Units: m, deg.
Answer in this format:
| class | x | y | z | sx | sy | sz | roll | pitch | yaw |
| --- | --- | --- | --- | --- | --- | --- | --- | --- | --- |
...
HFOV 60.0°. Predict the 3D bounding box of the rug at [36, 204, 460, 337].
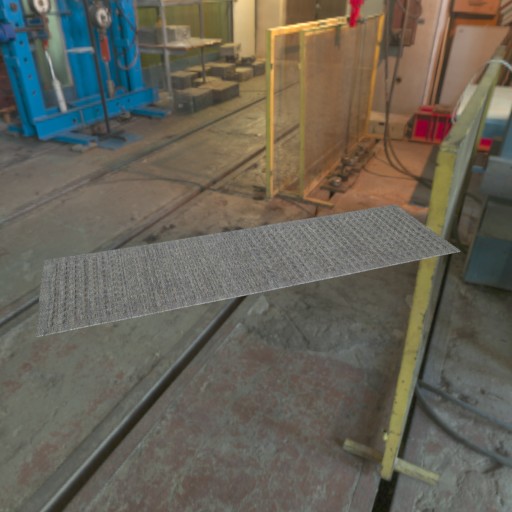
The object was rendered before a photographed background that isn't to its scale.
| class | x | y | z | sx | sy | sz | roll | pitch | yaw |
| --- | --- | --- | --- | --- | --- | --- | --- | --- | --- |
| rug | 0.000 | 0.000 | 2.701 | 2.443 | 0.009 | 0.706 | -10 | 33 | -16 |
